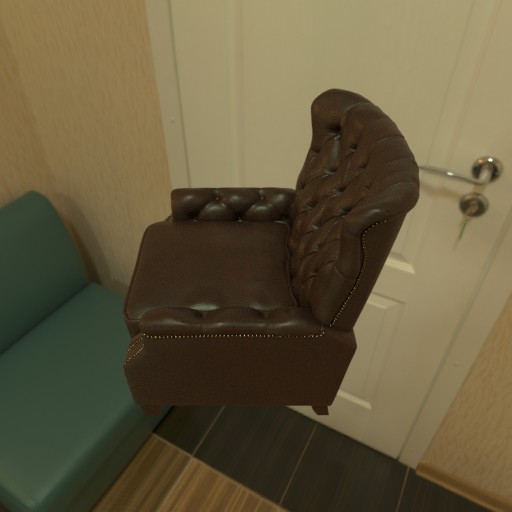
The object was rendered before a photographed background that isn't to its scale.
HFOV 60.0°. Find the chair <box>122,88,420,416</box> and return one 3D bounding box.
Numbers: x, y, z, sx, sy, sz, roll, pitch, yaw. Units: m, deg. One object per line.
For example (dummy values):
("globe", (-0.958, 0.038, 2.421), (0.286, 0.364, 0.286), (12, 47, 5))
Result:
("chair", (0.000, 0.000, 1.467), (0.823, 0.864, 0.709), (0, 41, 0))
